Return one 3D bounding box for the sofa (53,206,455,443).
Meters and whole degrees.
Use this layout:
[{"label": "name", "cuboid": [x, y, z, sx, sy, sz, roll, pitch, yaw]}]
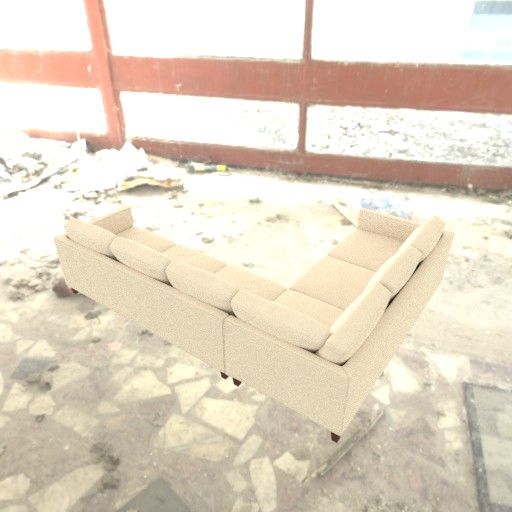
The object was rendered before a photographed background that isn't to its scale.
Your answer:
[{"label": "sofa", "cuboid": [0.000, 0.000, 4.512, 3.182, 0.863, 2.432, 21, 37, 30]}]
